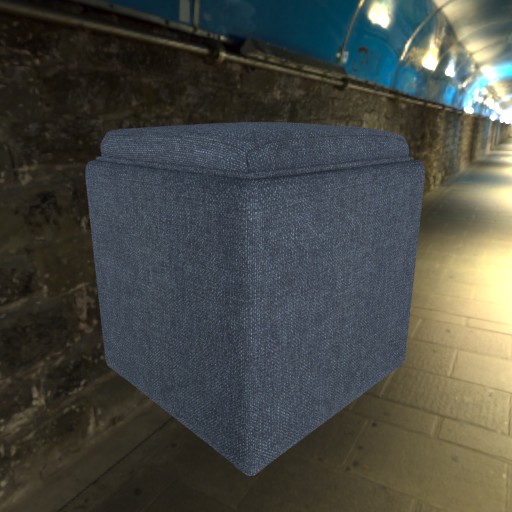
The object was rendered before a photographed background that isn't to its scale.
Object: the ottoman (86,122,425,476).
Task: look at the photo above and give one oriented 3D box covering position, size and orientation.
[{"bbox_3d":[0.000,0.000,0.853,0.454,0.493,0.436,-16,23,-42],"label":"ottoman"}]
